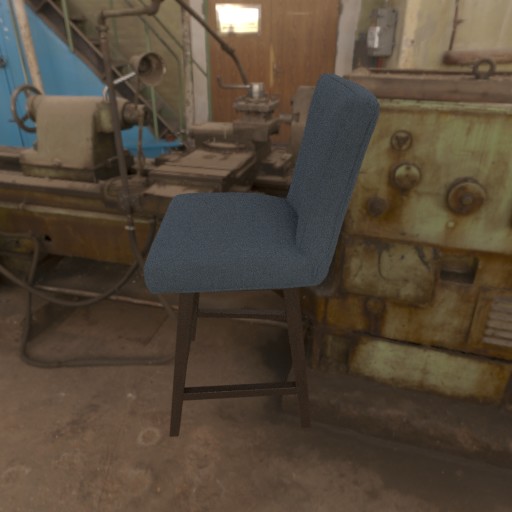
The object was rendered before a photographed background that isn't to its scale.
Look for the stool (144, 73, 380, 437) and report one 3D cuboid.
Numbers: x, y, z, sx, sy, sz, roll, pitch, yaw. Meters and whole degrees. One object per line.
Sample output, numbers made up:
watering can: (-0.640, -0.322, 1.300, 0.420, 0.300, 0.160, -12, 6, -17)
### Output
stool: (0.000, 0.000, 1.359, 0.574, 1.000, 0.514, 0, 28, -1)
